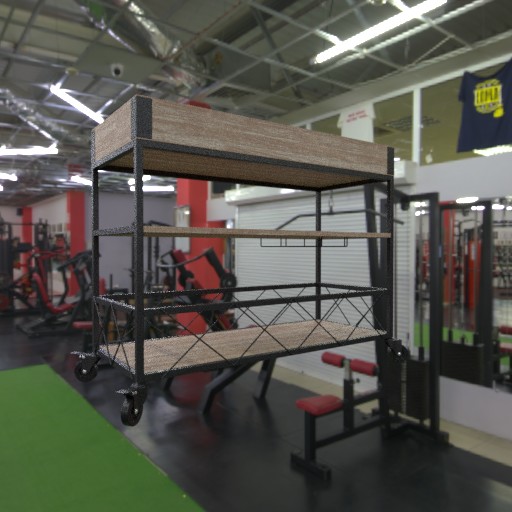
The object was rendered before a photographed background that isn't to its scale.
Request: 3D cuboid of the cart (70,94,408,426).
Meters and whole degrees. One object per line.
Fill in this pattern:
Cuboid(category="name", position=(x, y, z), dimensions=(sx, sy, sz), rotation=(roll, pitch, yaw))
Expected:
Cuboid(category="cart", position=(0.000, 0.000, 1.508), dimensions=(1.101, 0.787, 0.500), rotation=(-1, 1, -35))
